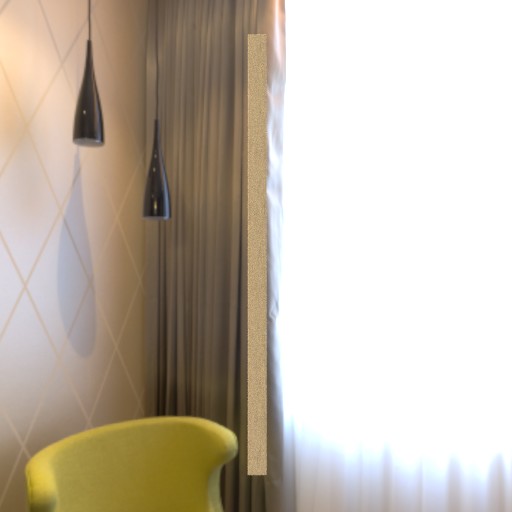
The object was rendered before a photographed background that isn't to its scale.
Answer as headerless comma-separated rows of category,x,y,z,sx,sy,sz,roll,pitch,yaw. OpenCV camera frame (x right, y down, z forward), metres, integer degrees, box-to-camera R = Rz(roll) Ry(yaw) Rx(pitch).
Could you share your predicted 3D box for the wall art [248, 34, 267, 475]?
wall art,0.000,0.000,1.529,0.045,1.016,1.016,0,-1,0
